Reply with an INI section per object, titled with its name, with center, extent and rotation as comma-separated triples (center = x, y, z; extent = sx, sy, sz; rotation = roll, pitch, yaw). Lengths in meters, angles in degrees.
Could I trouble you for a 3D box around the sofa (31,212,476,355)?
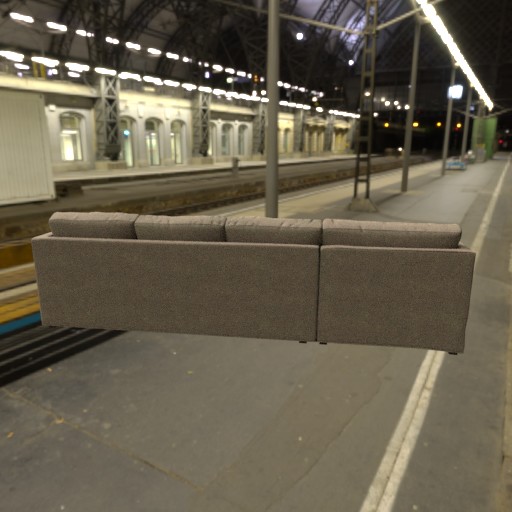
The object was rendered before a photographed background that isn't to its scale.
[sofa]
center = 0.000, 0.000, 3.953
extent = 3.205, 0.922, 1.650
rotation = 2, 14, 8
